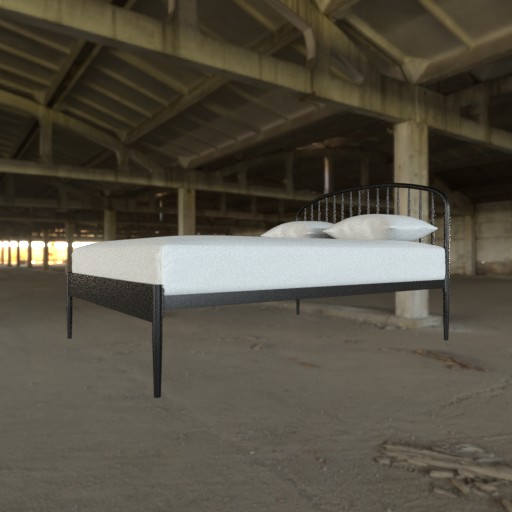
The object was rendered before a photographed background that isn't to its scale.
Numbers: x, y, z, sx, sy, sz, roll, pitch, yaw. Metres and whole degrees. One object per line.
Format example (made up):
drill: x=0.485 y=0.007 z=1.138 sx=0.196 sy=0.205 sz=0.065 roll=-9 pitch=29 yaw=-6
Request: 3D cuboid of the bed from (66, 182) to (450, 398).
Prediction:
bed: x=0.000 y=0.000 z=3.101 sx=2.159 sy=1.166 sz=1.618 roll=0 pitch=0 yaw=-35
